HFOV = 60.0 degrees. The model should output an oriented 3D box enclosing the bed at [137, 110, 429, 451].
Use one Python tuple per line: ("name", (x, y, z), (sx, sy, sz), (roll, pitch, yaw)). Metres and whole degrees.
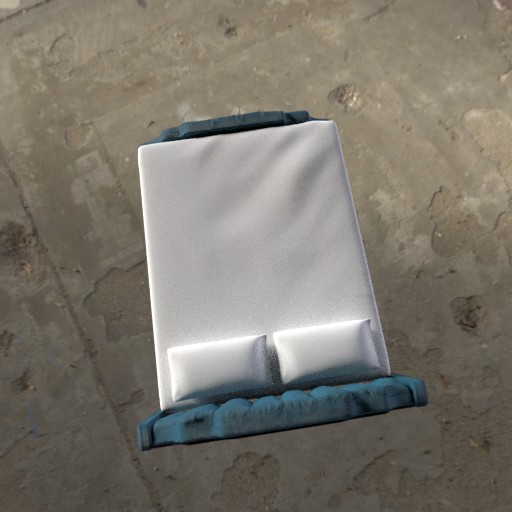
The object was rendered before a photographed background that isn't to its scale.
("bed", (0.000, 0.000, 3.269), (1.676, 1.351, 2.322), (-8, 75, -2))
